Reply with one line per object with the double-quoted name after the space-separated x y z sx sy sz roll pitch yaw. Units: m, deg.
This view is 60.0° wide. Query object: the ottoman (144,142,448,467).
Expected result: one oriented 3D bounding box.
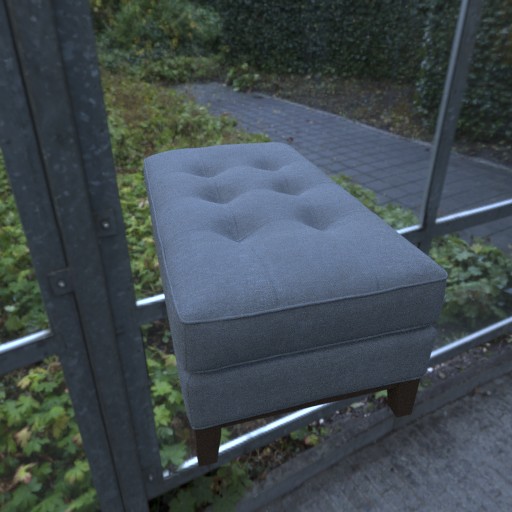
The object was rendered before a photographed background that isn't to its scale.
0.000 0.000 1.491 0.648 0.514 1.143 -8 31 -14 "ottoman"
